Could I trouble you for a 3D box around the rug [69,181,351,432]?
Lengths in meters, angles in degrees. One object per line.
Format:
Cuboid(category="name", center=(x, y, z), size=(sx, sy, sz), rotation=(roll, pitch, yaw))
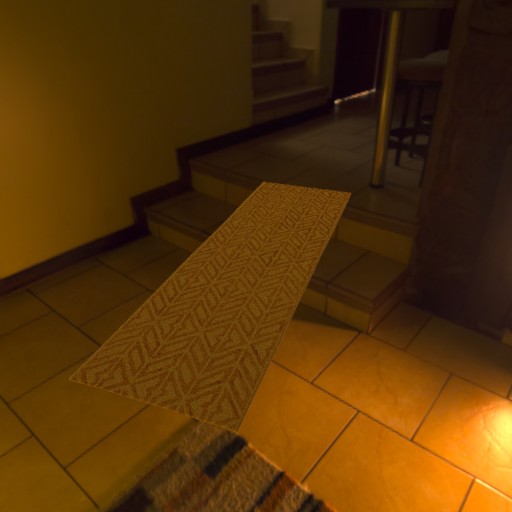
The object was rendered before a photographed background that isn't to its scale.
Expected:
Cuboid(category="rug", center=(0.000, 0.000, 2.697), size=(0.750, 0.009, 2.435), rotation=(10, 32, 17))
